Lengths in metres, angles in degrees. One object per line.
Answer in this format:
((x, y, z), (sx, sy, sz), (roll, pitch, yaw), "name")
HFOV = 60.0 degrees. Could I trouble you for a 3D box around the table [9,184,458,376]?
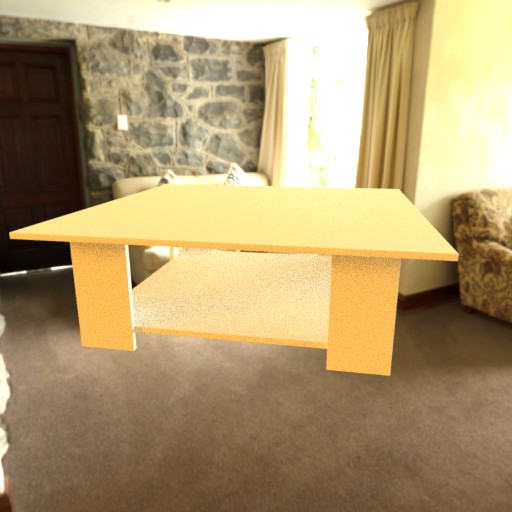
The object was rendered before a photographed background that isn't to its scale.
((0.000, 0.000, 1.316), (0.890, 0.305, 0.890), (3, 16, 10), "table")
